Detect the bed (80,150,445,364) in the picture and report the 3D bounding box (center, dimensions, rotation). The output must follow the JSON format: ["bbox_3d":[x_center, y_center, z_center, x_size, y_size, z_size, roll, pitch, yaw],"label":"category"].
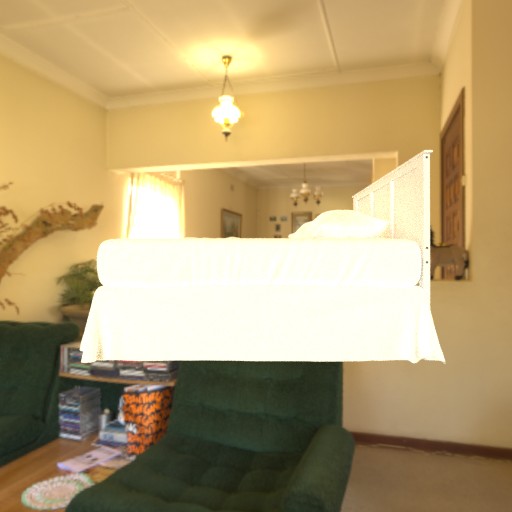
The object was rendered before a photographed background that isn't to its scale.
[{"bbox_3d":[0.000,0.000,3.652,2.215,1.273,2.317,0,0,0],"label":"bed"}]
